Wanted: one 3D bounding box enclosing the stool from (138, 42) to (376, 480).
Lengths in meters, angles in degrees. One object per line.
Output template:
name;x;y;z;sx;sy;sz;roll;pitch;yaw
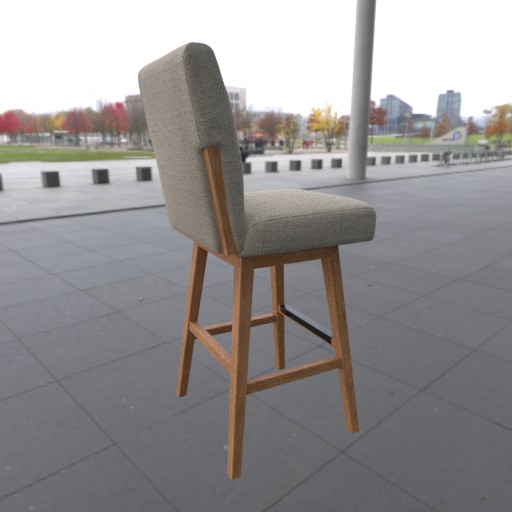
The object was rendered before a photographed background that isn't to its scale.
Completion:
stool;0.000;0.000;1.365;0.569;1.106;0.483;-8;17;-27
